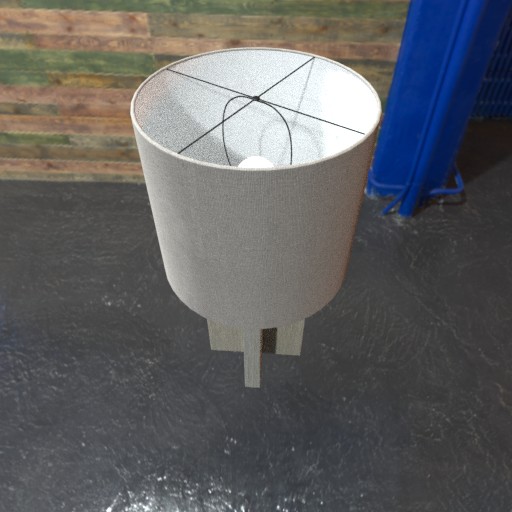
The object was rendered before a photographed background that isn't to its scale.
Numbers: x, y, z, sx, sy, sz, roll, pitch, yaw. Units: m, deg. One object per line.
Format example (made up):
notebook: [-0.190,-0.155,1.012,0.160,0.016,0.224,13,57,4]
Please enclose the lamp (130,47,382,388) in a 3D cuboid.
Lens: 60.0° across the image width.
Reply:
lamp: [0.000,0.000,0.564,0.229,0.428,0.229,3,47,3]
